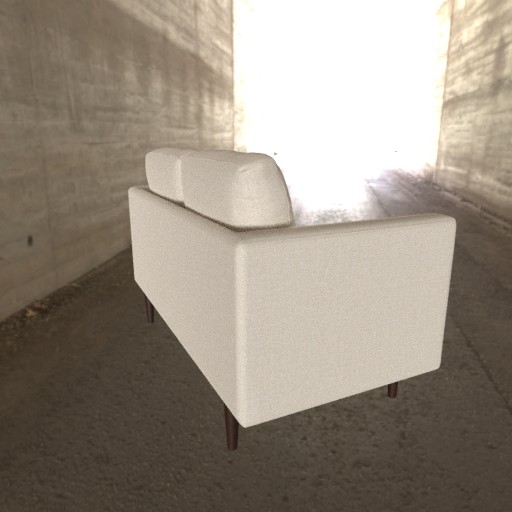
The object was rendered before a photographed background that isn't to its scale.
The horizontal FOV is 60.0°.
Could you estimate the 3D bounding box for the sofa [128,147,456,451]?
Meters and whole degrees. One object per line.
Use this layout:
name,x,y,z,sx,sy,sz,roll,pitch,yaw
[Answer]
sofa,0.000,0.000,1.917,0.796,0.908,1.430,-7,17,-25
